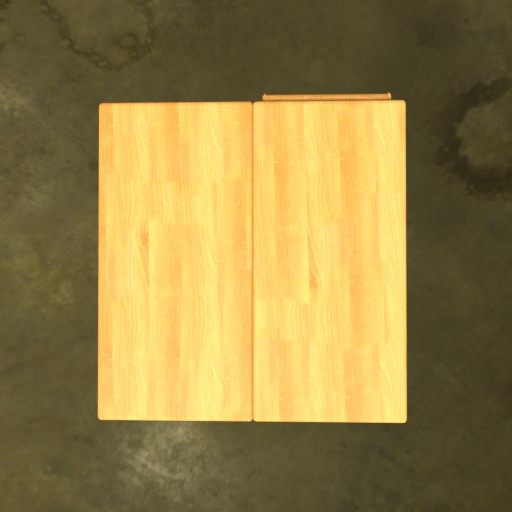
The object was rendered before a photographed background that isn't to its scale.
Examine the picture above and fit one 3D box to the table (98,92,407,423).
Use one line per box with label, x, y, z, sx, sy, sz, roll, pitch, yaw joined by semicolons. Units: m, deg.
table;0.000;0.000;1.407;0.693;0.832;0.752;0;89;2
